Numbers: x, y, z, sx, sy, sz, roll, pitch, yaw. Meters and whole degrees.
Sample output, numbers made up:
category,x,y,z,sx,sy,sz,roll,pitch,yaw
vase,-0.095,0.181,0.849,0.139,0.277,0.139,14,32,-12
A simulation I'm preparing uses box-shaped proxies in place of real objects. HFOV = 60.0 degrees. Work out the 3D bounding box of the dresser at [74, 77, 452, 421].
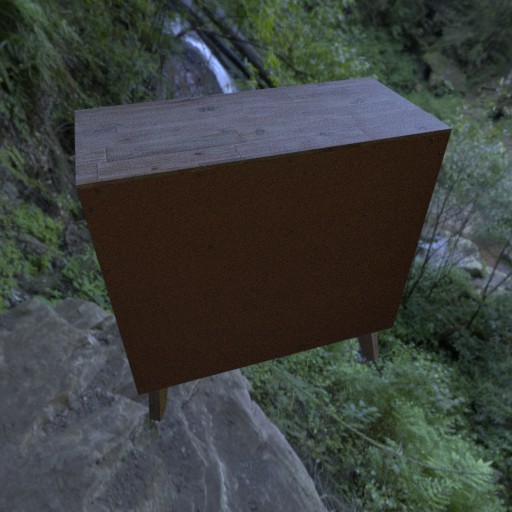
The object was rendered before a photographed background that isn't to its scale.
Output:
category,x,y,z,sx,sy,sz,roll,pitch,yaw
dresser,0.000,0.000,1.608,0.998,1.029,0.455,-12,41,-14
